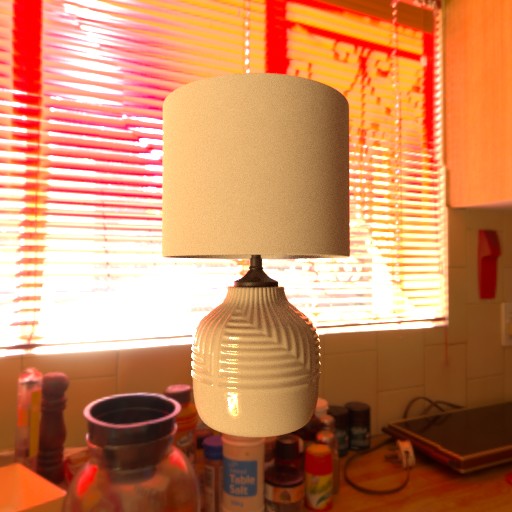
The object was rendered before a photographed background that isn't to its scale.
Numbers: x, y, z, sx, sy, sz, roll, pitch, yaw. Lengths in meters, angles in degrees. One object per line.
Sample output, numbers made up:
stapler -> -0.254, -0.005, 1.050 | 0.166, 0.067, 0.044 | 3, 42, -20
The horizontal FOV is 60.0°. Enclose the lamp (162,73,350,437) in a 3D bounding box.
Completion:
lamp -> 0.000, 0.000, 0.764 | 0.318, 0.567, 0.318 | 0, -2, 0
